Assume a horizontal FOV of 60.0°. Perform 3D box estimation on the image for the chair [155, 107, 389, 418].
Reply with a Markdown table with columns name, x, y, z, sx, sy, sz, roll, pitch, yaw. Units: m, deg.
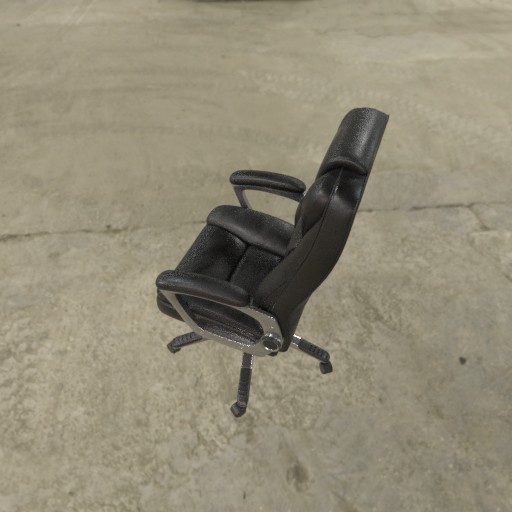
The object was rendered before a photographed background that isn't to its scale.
| name | x | y | z | sx | sy | sz | roll | pitch | yaw |
| --- | --- | --- | --- | --- | --- | --- | --- | --- | --- |
| chair | 0.000 | 0.000 | 1.545 | 0.689 | 1.075 | 0.697 | 15 | 47 | 14 |
